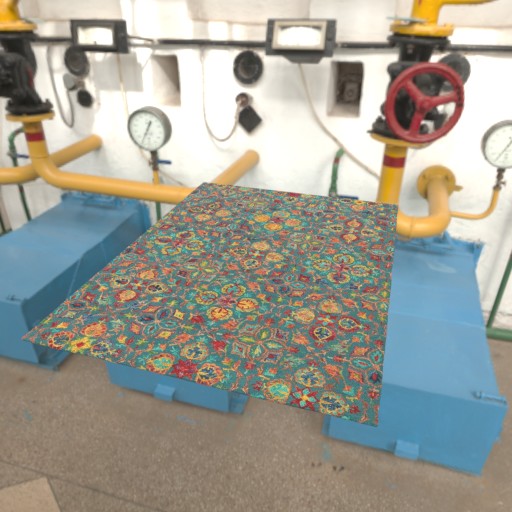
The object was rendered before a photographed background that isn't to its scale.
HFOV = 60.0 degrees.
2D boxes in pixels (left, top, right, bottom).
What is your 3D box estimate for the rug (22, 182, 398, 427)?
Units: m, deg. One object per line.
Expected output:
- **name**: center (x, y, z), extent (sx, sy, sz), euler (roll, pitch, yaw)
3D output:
- **rug**: center (0.000, 0.000, 4.098), extent (2.434, 0.025, 3.204), euler (9, 31, 15)
